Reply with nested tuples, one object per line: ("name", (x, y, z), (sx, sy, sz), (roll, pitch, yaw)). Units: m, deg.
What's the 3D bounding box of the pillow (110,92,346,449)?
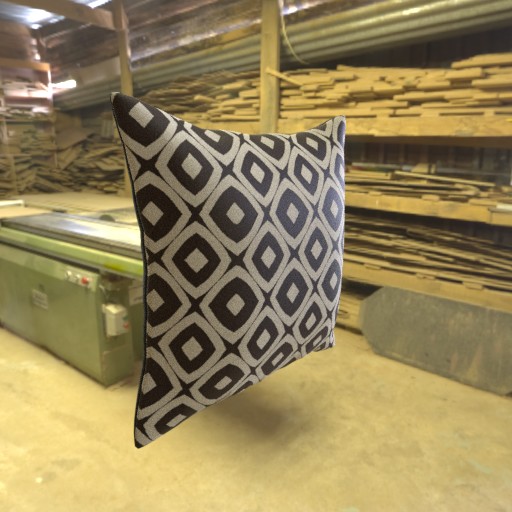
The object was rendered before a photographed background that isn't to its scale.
("pillow", (0.000, 0.000, 0.766), (0.188, 0.494, 0.504), (12, 18, 43))
